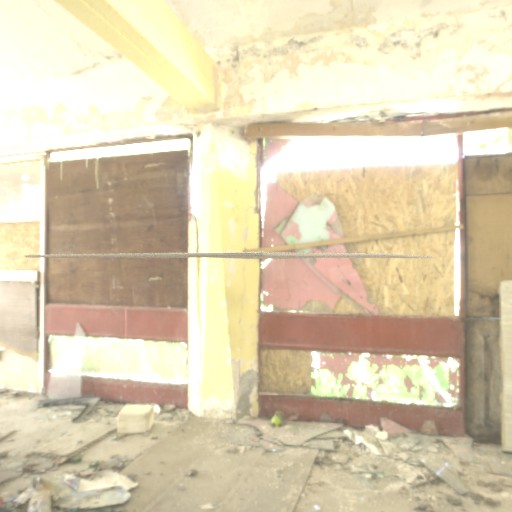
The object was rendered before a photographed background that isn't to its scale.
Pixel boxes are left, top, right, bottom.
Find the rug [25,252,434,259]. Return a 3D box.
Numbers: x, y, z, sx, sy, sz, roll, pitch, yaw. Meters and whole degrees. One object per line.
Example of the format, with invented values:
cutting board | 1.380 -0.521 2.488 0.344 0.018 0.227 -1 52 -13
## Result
rug | 0.000 0.000 4.232 2.434 0.045 3.202 0 -1 36
